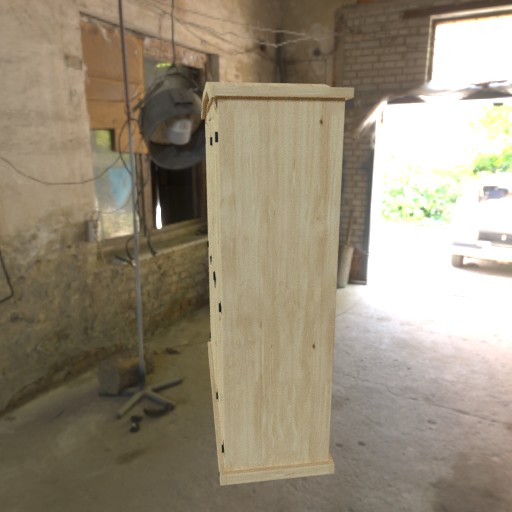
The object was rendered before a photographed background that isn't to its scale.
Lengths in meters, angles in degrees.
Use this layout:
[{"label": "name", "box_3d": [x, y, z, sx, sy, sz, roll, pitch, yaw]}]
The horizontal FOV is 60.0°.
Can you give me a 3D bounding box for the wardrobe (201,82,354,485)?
[{"label": "wardrobe", "box_3d": [0.000, 0.000, 2.646, 0.570, 1.870, 1.500, -2, 14, -8]}]
